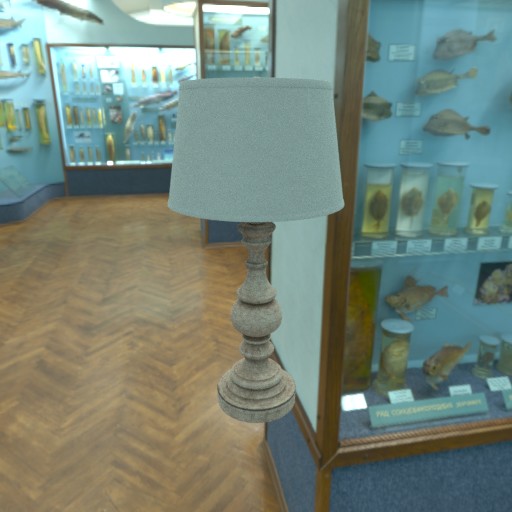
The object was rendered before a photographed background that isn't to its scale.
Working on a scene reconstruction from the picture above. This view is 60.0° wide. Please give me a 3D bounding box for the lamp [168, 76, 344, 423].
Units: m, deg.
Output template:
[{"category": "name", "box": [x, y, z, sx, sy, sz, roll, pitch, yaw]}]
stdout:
[{"category": "lamp", "box": [0.000, 0.000, 0.902, 0.340, 0.678, 0.340, 0, 18, 0]}]
